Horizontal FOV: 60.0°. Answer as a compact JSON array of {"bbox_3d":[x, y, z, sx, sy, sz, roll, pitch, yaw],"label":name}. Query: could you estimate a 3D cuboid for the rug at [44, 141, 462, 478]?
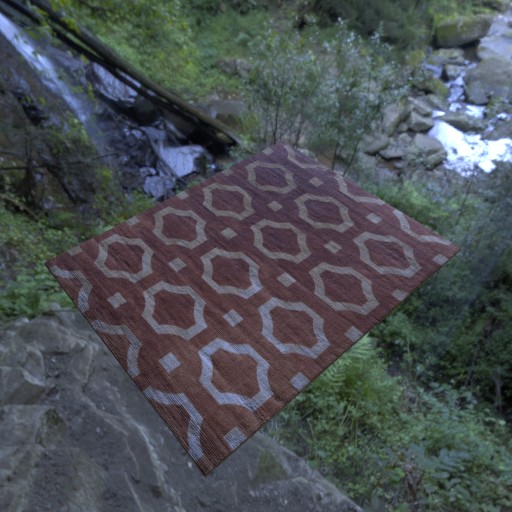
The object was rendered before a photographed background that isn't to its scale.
[{"bbox_3d":[0.000,0.000,4.146,3.049,0.021,2.466,-33,55,-27],"label":"rug"}]
